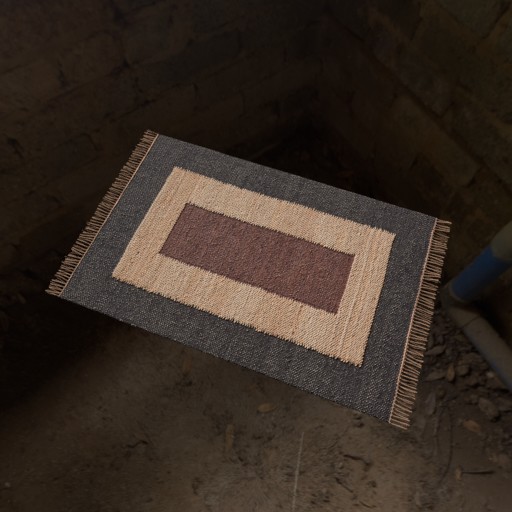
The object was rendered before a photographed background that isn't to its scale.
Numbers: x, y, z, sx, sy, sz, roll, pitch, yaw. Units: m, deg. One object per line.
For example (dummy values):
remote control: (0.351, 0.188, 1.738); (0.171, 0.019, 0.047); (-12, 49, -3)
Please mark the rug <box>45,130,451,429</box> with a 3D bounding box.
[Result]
rug: (0.000, 0.000, 2.513); (2.021, 0.027, 1.224); (19, 65, 9)
